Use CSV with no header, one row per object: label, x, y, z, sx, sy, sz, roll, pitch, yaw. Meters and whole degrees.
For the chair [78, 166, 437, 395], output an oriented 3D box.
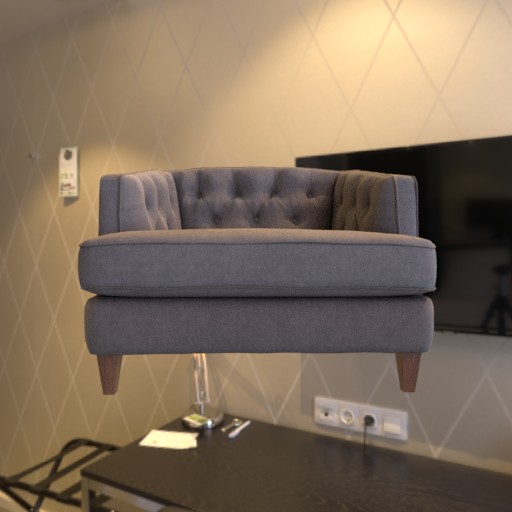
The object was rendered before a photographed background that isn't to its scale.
chair,0.000,0.000,1.753,1.104,0.852,0.941,0,1,-1
